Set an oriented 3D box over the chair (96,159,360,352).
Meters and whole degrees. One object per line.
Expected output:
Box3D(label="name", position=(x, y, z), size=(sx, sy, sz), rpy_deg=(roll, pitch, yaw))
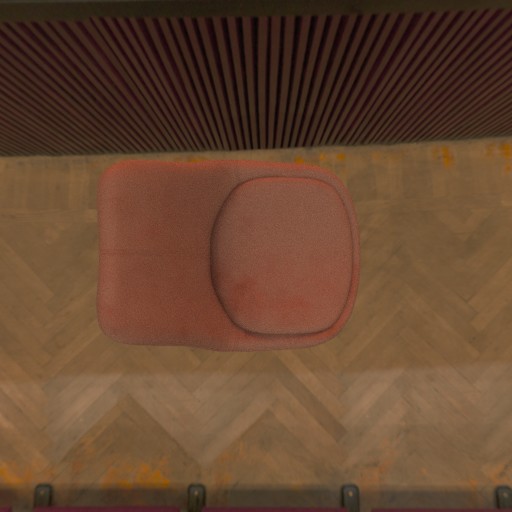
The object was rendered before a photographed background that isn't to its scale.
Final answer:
Box3D(label="chair", position=(0.000, 0.000, 1.192), size=(0.547, 0.865, 0.483), rpy_deg=(0, 89, 1))
